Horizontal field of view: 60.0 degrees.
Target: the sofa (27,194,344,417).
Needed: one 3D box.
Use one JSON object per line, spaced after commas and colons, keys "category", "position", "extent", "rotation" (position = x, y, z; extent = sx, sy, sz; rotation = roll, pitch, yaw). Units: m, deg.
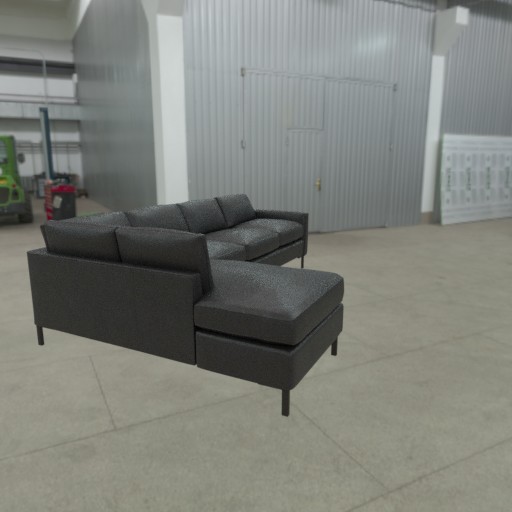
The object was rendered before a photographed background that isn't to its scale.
{"category": "sofa", "position": [0.000, 0.000, 3.795], "extent": [1.938, 0.877, 2.984], "rotation": [6, 14, 27]}
